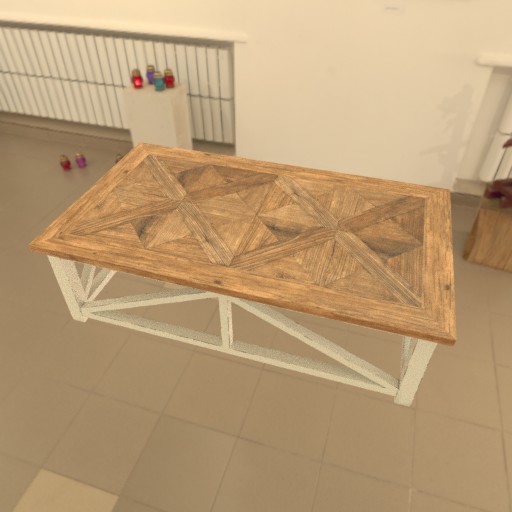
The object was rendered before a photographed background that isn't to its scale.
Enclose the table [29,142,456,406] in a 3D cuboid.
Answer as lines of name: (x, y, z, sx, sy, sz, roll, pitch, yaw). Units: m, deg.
table: (0.000, 0.000, 1.797, 1.400, 0.410, 0.800, 11, 42, 13)
